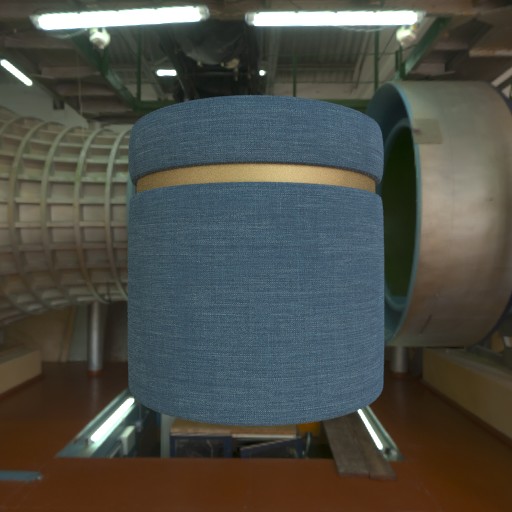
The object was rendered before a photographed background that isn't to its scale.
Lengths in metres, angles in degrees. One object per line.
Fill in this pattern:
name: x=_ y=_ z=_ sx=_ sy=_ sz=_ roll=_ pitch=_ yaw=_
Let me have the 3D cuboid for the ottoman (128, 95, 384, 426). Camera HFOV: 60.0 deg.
ottoman: x=0.000 y=0.000 z=0.716 sx=0.398 sy=0.406 sz=0.398 roll=0 pitch=0 yaw=0
